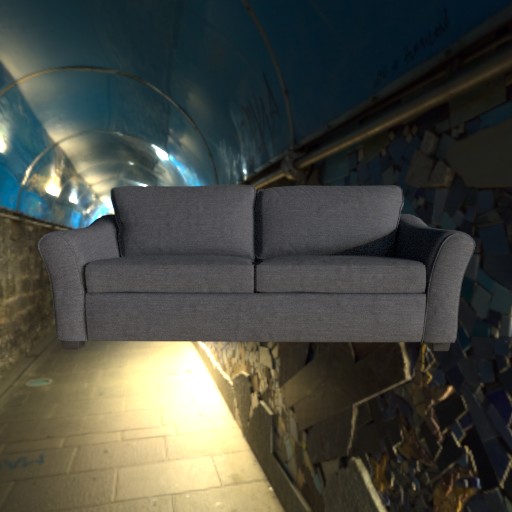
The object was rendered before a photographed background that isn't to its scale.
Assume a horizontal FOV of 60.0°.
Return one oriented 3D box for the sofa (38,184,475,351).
[{"bbox_3d":[0.000,0.000,2.704,2.270,0.950,0.971,0,1,1],"label":"sofa"}]
